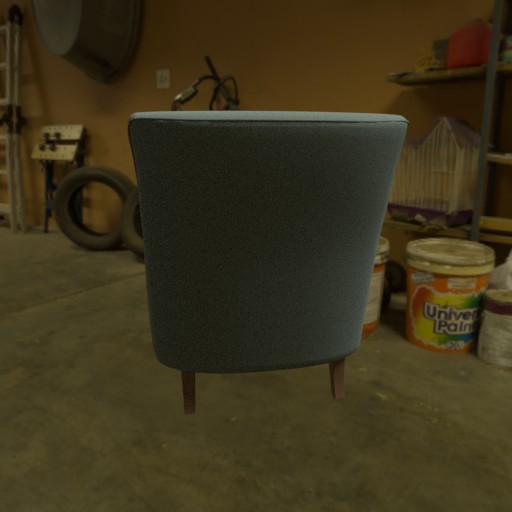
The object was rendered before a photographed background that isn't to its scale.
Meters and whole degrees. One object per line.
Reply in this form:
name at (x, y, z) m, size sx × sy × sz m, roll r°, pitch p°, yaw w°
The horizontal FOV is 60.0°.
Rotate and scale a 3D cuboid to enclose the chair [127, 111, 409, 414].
chair at (0.000, 0.000, 1.551) m, size 0.756 × 0.916 × 0.879 m, roll -2°, pitch 14°, yaw -9°
